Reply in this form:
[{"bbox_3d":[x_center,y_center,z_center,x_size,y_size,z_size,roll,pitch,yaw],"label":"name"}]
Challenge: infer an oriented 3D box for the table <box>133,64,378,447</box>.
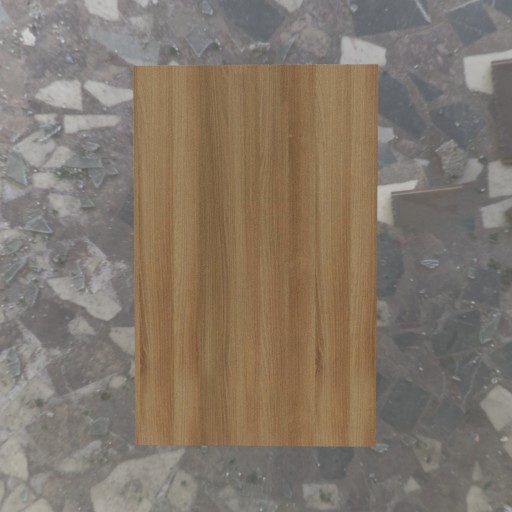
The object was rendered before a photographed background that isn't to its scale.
[{"bbox_3d":[0.000,0.000,1.443,0.700,0.330,1.100,0,91,1],"label":"table"}]
